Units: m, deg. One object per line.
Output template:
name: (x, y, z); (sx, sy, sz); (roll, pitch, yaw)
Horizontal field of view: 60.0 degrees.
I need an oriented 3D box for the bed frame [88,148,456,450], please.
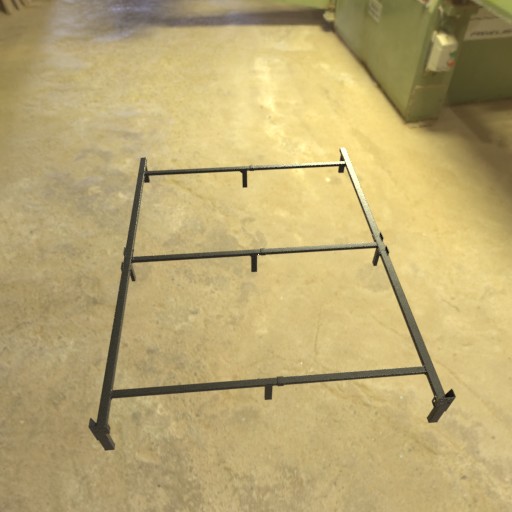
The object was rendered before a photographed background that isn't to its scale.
bed frame: (0.000, 0.000, 2.563); (1.498, 0.248, 1.990); (-4, 46, -3)
